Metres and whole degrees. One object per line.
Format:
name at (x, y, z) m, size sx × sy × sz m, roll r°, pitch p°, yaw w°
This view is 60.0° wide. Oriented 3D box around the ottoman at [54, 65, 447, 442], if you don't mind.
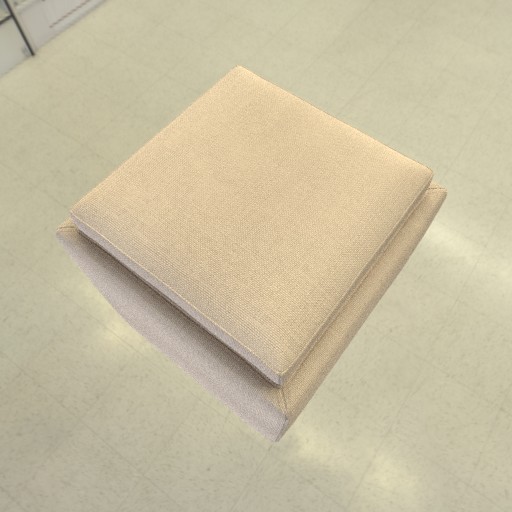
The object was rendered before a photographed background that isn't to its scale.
ottoman at (0.000, 0.000, 0.816) m, size 0.450 × 0.460 × 0.451 m, roll 35°, pitch 68°, yaw 16°
